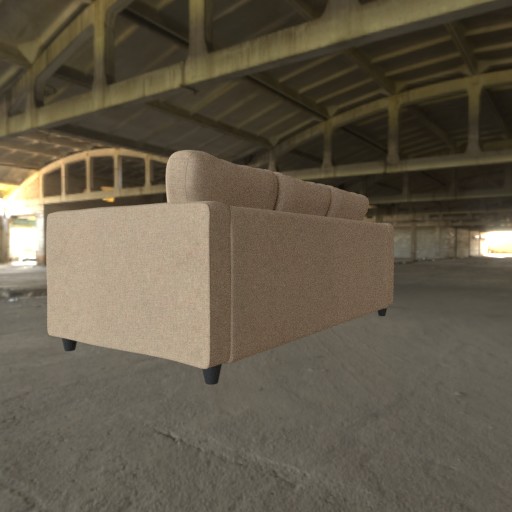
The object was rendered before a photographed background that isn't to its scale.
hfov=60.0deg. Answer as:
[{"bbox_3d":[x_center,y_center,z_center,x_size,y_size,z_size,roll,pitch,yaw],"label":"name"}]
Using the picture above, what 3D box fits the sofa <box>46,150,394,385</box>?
[{"bbox_3d":[0.000,0.000,2.398,0.930,0.800,1.855,1,2,35],"label":"sofa"}]
